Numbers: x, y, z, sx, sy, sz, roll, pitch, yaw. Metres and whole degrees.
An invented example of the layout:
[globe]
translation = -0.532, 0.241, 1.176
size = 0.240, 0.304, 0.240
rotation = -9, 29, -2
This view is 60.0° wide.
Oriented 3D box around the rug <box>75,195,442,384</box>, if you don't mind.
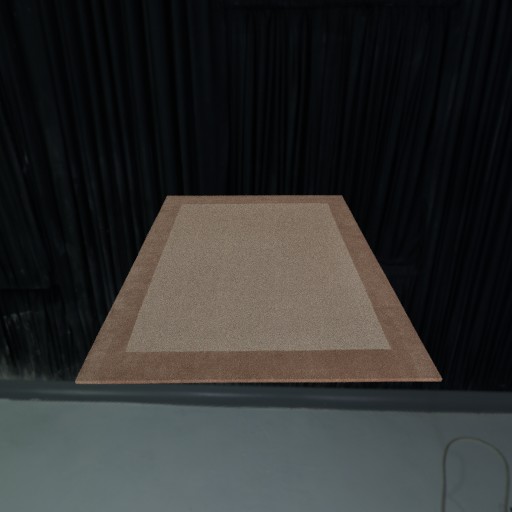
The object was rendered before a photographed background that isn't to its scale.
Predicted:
[rug]
translation = 0.000, 0.000, 2.283
size = 1.219, 0.014, 1.829
rotation = 0, 27, -1
